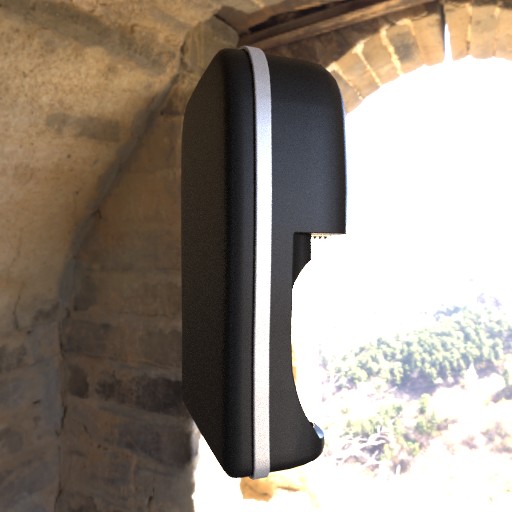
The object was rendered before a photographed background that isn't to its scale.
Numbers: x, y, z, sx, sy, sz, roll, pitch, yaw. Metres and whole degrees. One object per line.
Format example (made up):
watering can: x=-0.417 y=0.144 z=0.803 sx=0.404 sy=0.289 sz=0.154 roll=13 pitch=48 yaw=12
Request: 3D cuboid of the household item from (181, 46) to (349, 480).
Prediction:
household item: x=0.000 y=0.000 z=0.144 sx=0.038 sy=0.114 sz=0.070 roll=0 pitch=0 yaw=-19
